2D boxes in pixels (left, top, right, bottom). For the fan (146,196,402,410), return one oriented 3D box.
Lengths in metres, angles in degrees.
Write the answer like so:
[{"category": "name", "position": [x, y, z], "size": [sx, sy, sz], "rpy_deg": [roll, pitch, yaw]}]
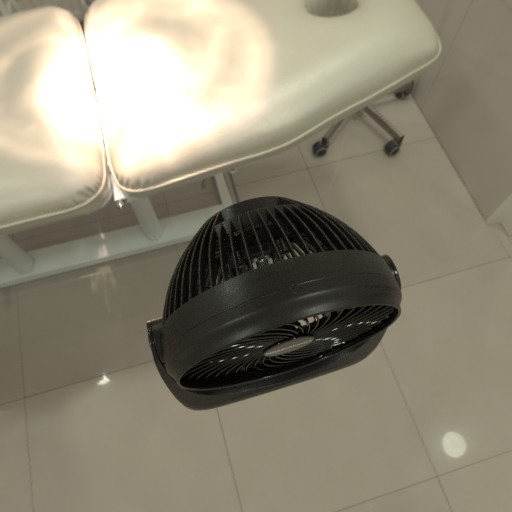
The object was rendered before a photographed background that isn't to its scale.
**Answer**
[{"category": "fan", "position": [0.000, 0.000, 0.496], "size": [0.273, 0.277, 0.256], "rpy_deg": [-15, 66, -7]}]
